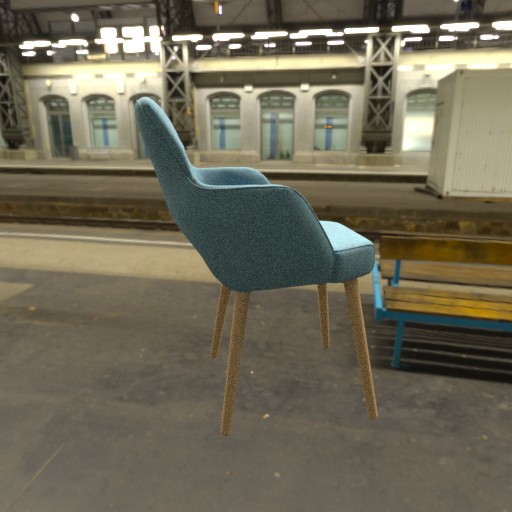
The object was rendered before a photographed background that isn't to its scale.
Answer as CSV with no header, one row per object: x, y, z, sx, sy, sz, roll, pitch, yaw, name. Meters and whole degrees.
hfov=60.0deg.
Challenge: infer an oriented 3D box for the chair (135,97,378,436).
0.000,0.000,1.373,0.666,0.920,0.589,-3,16,-9,chair
